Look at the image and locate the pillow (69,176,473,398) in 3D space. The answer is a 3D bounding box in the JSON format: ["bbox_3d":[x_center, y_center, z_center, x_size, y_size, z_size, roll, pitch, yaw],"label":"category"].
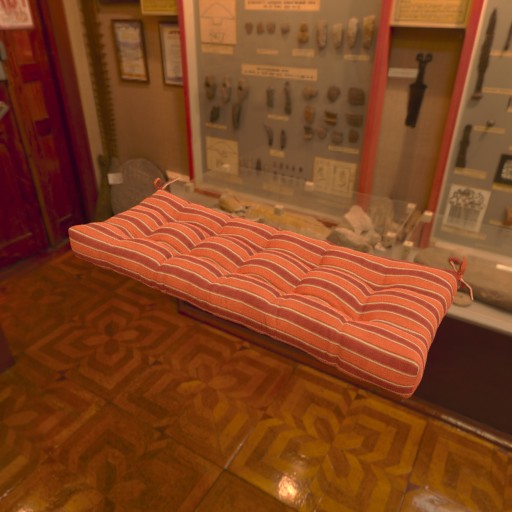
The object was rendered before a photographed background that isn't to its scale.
[{"bbox_3d":[0.000,0.000,1.350,1.194,0.174,0.511,18,36,28],"label":"pillow"}]
